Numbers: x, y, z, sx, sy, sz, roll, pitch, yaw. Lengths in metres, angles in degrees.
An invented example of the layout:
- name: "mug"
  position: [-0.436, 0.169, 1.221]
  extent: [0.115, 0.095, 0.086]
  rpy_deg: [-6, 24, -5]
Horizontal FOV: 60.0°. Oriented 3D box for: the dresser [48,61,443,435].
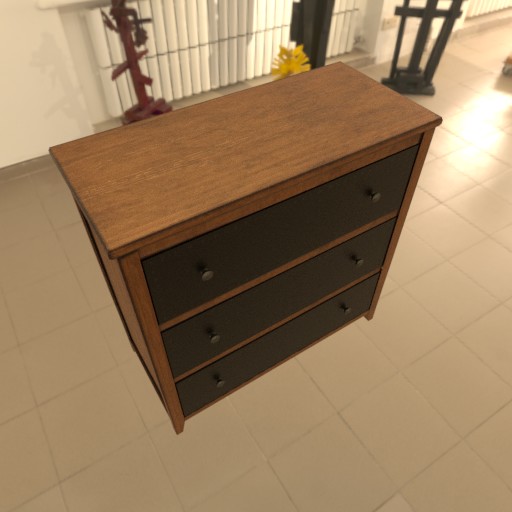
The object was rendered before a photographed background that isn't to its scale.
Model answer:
- name: "dresser"
  position: [0.000, 0.000, 1.960]
  extent: [1.250, 1.224, 0.591]
  rpy_deg: [-25, 51, -22]
